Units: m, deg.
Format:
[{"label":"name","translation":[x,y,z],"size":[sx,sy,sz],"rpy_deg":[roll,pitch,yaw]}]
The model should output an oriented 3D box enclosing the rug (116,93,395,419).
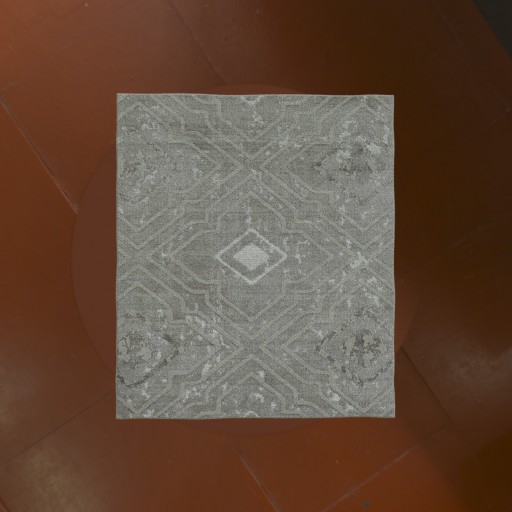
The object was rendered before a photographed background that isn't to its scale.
[{"label":"rug","translation":[0.000,0.000,0.871],"size":[0.548,0.006,0.639],"rpy_deg":[0,90,-1]}]
